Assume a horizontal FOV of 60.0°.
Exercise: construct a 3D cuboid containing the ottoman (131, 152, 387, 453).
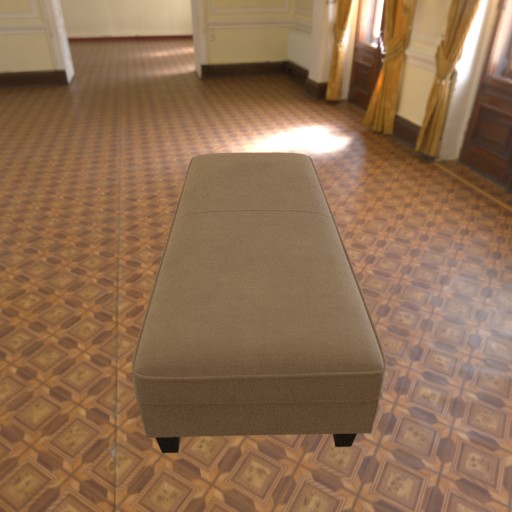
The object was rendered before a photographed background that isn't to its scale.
[{"bbox_3d":[0.000,0.000,1.981,0.735,0.460,1.726,-1,32,-1],"label":"ottoman"}]
